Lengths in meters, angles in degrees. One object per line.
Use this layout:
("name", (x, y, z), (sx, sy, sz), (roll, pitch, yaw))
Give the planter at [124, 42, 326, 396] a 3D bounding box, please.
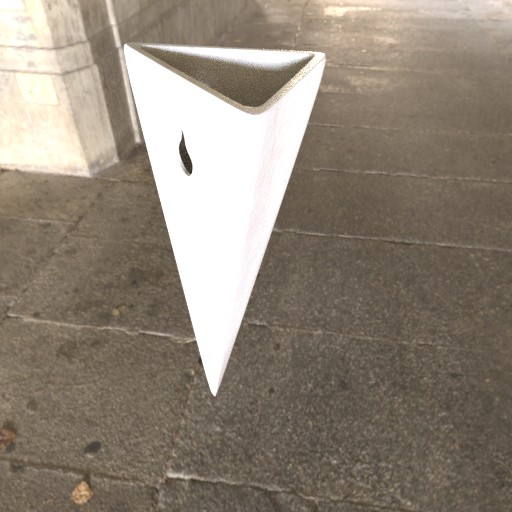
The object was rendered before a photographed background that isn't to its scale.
("planter", (0.000, 0.000, 0.261), (0.081, 0.224, 0.101), (-25, 47, -27))
